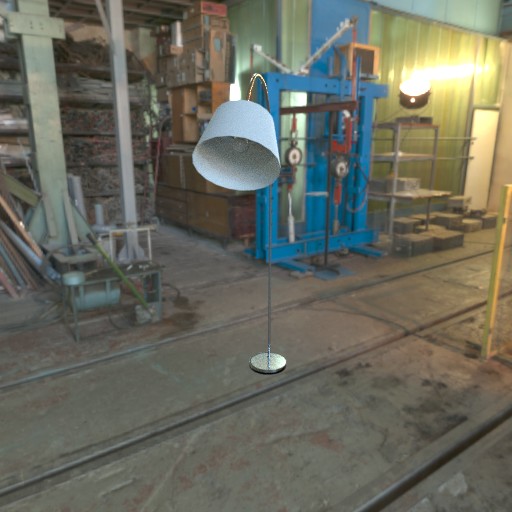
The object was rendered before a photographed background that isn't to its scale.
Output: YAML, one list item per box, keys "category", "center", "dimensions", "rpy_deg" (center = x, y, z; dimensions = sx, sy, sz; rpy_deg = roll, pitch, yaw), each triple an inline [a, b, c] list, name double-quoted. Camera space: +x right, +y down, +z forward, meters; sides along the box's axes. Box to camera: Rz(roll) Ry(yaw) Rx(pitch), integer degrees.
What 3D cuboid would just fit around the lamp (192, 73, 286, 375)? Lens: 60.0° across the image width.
- category: "lamp"
  center: [0.000, 0.000, 2.705]
  dimensions: [0.406, 2.098, 1.445]
  rpy_deg: [2, 15, 9]
